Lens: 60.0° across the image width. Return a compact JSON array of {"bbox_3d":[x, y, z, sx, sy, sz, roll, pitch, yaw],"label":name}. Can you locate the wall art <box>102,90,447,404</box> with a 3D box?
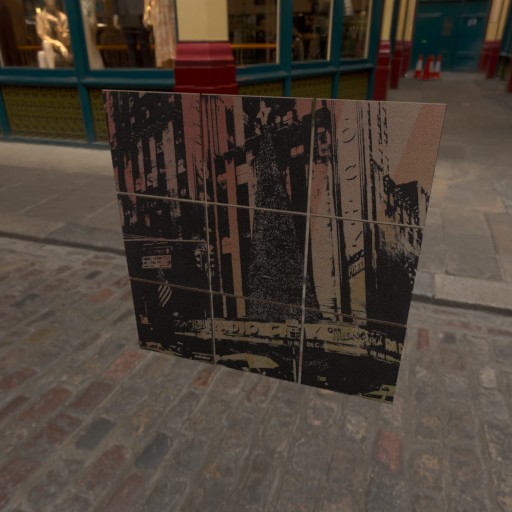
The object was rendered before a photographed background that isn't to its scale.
[{"bbox_3d":[0.000,0.000,2.228,1.527,1.521,0.017,8,28,16],"label":"wall art"}]
